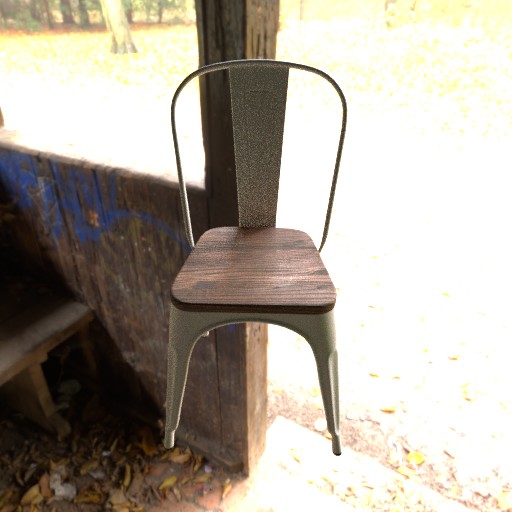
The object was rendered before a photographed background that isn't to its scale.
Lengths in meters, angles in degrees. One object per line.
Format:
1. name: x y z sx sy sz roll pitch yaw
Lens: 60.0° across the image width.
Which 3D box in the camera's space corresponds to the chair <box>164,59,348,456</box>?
1. chair: 0.000 0.000 1.120 0.452 0.851 0.521 1 31 2
